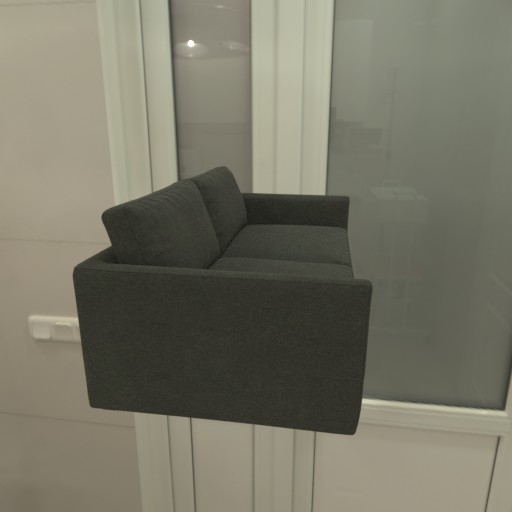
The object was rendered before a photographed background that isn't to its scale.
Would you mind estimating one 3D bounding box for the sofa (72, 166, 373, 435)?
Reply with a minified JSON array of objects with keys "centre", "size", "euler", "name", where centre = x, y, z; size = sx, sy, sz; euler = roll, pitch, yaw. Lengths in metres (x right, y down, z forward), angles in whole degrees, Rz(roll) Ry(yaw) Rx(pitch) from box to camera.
[{"centre":[0.000,0.000,2.501],"size":[1.091,0.845,1.909],"euler":[3,17,9],"name":"sofa"}]
